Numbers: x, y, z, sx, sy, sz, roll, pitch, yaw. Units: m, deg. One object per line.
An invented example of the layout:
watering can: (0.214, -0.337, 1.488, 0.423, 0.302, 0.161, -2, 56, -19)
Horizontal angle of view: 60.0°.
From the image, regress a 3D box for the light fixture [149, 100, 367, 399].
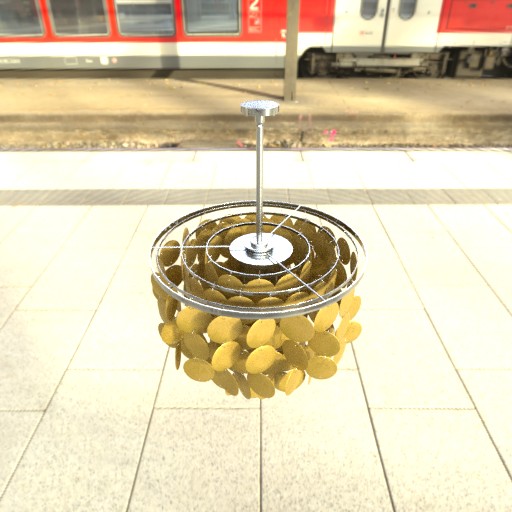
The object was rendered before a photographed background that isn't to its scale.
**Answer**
light fixture: (0.000, 0.000, 0.742, 0.368, 0.492, 0.368, 0, 32, 0)
